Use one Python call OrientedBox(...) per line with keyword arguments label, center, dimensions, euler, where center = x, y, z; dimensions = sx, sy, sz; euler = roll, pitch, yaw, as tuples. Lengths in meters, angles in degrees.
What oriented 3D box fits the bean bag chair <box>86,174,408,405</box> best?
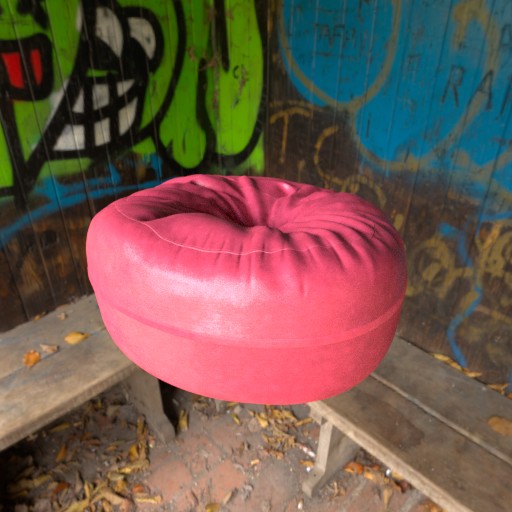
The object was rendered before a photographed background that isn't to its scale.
OrientedBox(label="bean bag chair", center=(0.000, 0.000, 2.347), dimensions=(1.524, 0.878, 1.524), euler=(10, 33, 15))
